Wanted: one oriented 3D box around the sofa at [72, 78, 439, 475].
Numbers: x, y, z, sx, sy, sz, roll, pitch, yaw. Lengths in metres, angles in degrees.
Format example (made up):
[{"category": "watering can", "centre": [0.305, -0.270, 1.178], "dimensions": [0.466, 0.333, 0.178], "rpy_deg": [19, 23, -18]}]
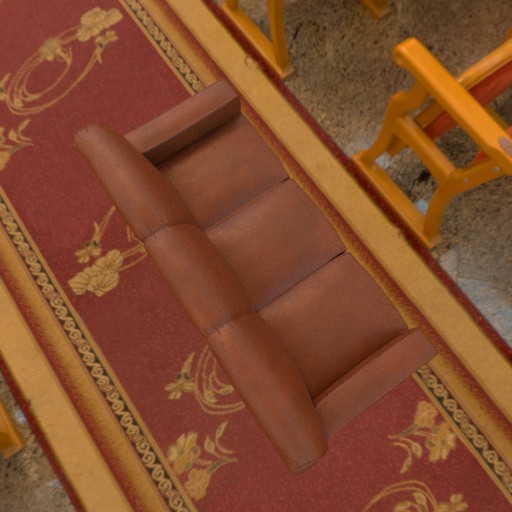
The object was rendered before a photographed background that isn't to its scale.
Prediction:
[{"category": "sofa", "centre": [0.000, 0.000, 2.585], "dimensions": [1.008, 0.953, 2.039], "rpy_deg": [-34, 78, -8]}]
